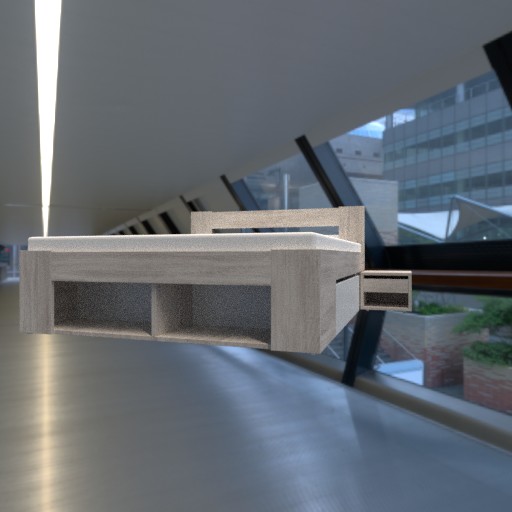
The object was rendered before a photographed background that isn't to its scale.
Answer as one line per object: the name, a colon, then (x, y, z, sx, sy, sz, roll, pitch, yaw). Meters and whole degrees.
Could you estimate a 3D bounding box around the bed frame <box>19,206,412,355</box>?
bed frame: (0.000, 0.000, 3.068, 2.040, 0.860, 2.050, 0, 0, 19)
